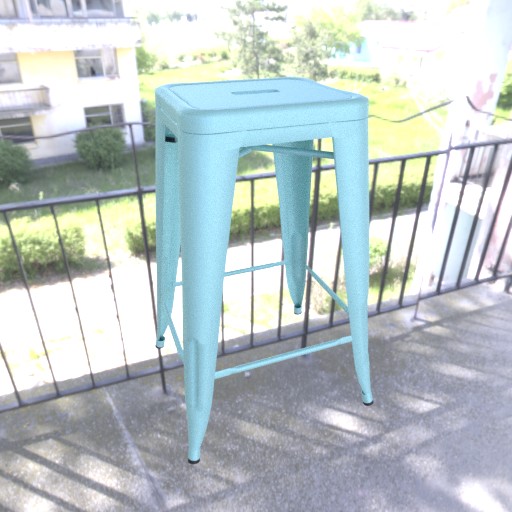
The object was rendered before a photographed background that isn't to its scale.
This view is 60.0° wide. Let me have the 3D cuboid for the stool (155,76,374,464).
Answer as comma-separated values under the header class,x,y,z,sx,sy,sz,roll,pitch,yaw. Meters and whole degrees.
class,x,y,z,sx,sy,sz,roll,pitch,yaw
stool,0.000,0.000,0.859,0.399,0.609,0.359,-11,31,-19
